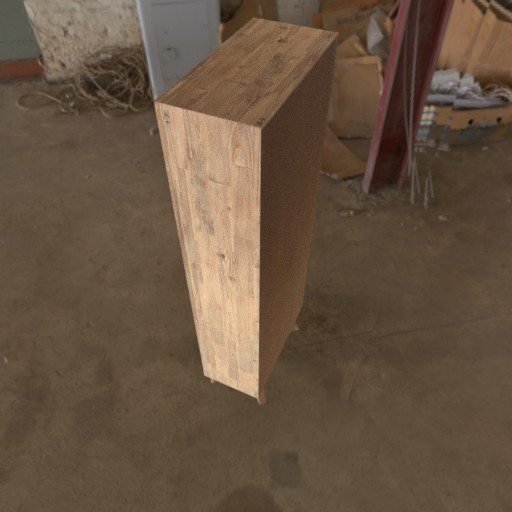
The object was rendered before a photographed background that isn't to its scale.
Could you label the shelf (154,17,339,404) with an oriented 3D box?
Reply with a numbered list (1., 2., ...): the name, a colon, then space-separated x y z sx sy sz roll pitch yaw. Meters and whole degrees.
1. shelf: 0.000 0.000 1.527 0.267 1.342 0.491 19 51 16
